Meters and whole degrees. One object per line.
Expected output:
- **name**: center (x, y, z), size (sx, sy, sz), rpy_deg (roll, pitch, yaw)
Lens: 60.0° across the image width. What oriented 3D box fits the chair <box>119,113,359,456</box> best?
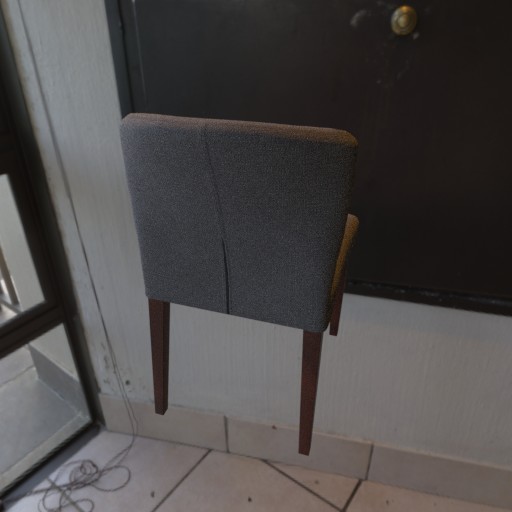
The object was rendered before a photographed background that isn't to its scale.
- **chair**: center (0.000, 0.000, 1.184), size (0.491, 0.839, 0.589), rpy_deg (9, 32, 15)
